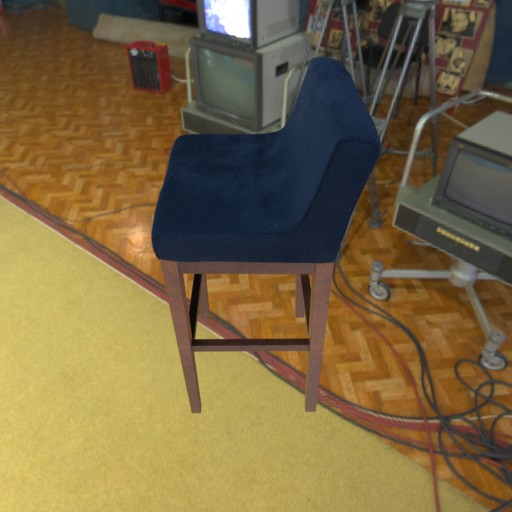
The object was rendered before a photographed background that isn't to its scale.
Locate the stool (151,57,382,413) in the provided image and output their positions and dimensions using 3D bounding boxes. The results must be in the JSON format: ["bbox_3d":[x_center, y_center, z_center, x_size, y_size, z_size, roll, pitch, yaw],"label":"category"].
[{"bbox_3d":[0.000,0.000,1.367,0.500,1.037,0.511,-1,41,-1],"label":"stool"}]
